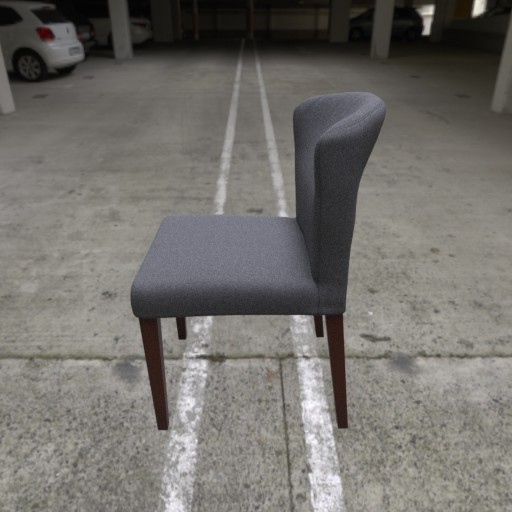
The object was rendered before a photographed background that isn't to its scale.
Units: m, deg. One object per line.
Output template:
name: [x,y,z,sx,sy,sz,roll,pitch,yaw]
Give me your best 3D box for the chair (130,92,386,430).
chair: [0.000,0.000,1.221,0.592,0.839,0.491,0,26,-1]
